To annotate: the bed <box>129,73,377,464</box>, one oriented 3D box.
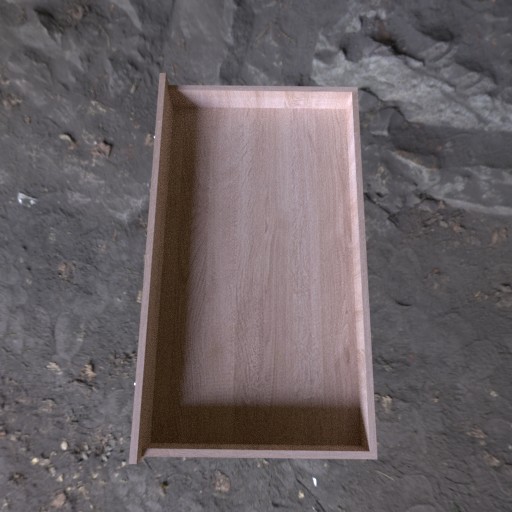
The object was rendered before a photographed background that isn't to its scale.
[{"bbox_3d":[0.000,0.000,1.425,0.685,0.209,1.200,1,75,0],"label":"bed"}]
